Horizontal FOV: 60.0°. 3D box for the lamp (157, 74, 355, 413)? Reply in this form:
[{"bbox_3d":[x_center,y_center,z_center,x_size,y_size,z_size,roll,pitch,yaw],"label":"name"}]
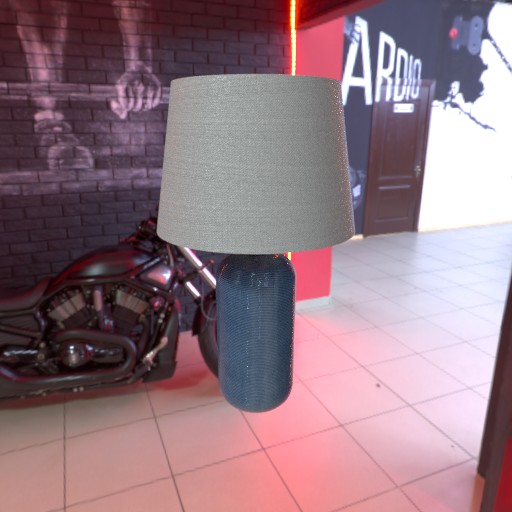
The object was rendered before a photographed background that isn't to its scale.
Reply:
[{"bbox_3d":[0.000,0.000,0.588,0.253,0.428,0.253,0,17,0],"label":"lamp"}]
